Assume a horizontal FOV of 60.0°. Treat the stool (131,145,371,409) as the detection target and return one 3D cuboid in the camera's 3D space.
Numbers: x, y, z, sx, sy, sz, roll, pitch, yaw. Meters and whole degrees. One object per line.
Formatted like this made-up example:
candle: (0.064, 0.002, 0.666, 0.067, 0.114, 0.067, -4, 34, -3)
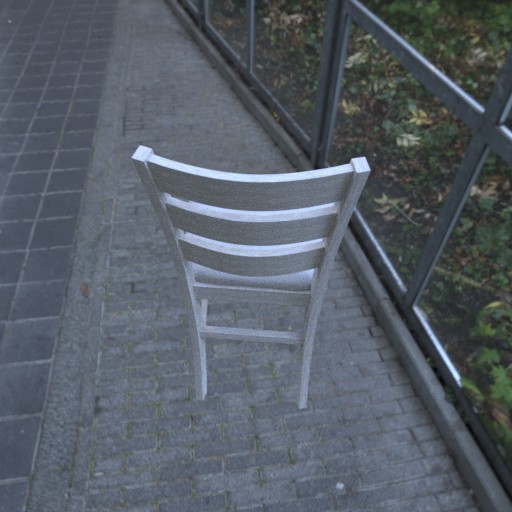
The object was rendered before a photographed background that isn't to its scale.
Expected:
stool: (0.000, 0.000, 1.360, 0.484, 1.032, 0.569, 4, 47, 3)
